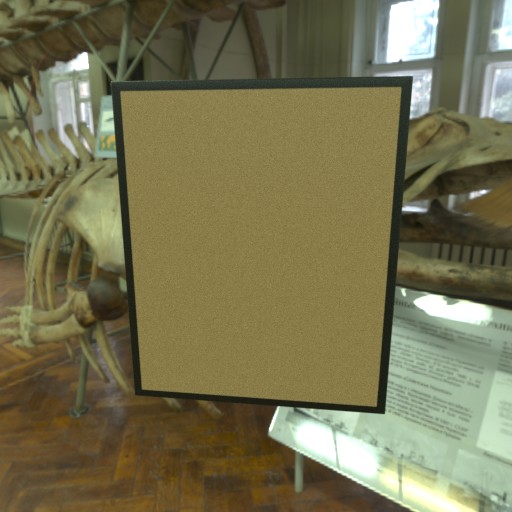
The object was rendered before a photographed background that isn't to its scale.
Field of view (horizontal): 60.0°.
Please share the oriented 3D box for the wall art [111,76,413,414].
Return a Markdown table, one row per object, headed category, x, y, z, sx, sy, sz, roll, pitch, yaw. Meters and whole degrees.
| category | x | y | z | sx | sy | sz | roll | pitch | yaw |
| --- | --- | --- | --- | --- | --- | --- | --- | --- | --- |
| wall art | 0.000 | 0.000 | 0.780 | 0.481 | 0.582 | 0.018 | 2 | 15 | 7 |
